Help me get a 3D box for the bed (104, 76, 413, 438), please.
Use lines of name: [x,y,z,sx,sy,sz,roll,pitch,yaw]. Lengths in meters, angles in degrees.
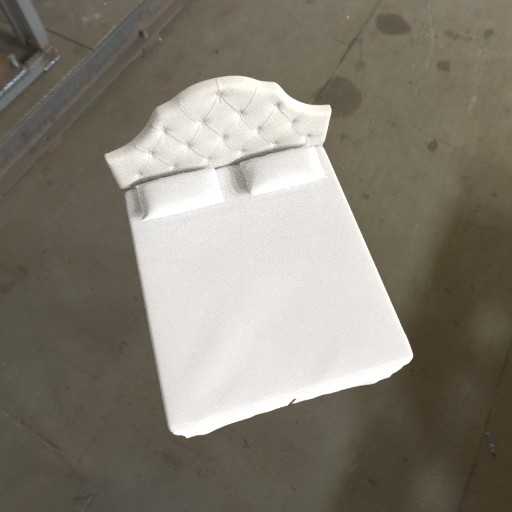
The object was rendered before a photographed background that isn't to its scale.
bed: [0.000,0.000,3.519,2.008,1.615,2.214,-14,66,-7]
